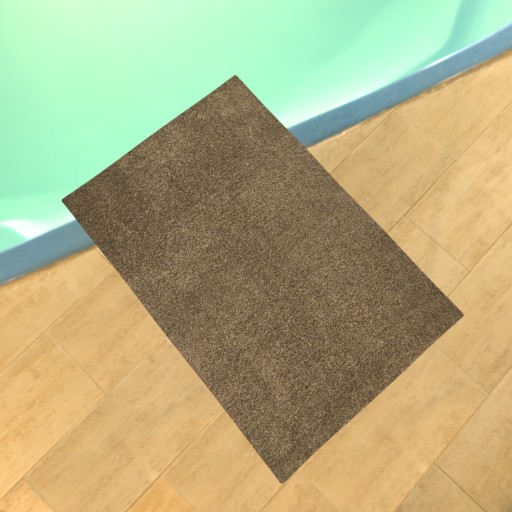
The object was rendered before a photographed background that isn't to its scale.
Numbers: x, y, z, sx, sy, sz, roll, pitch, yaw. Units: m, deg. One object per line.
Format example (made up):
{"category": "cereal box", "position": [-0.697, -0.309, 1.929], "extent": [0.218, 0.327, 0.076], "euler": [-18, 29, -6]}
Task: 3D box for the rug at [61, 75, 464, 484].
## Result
{"category": "rug", "position": [0.000, 0.000, 3.428], "extent": [1.802, 0.026, 2.699], "euler": [-39, 79, -9]}
